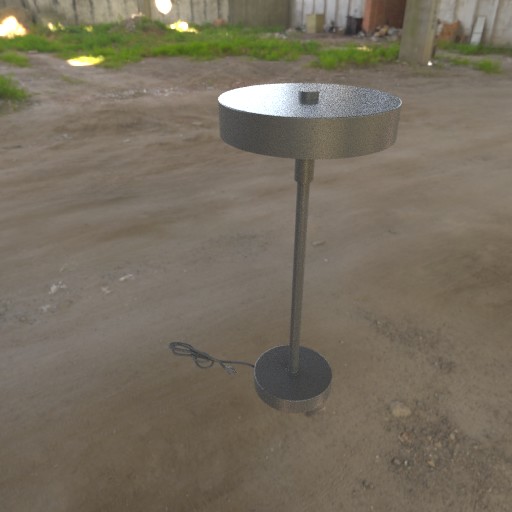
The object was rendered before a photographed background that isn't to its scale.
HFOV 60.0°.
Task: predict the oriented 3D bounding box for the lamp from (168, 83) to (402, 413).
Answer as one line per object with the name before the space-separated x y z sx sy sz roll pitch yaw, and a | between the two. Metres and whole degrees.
lamp | 0.000 0.000 0.705 0.369 0.508 0.229 10 31 17
